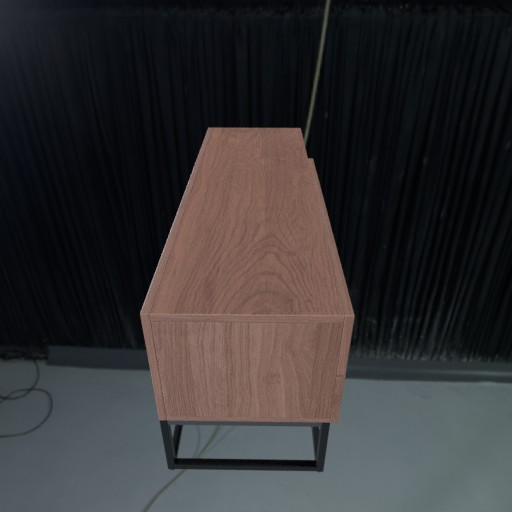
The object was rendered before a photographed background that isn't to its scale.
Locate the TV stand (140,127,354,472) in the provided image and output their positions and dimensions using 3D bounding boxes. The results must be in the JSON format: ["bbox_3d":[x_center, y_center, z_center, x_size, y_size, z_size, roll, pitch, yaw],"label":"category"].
[{"bbox_3d":[0.000,0.000,1.465,0.415,0.500,1.200,0,32,1],"label":"TV stand"}]
